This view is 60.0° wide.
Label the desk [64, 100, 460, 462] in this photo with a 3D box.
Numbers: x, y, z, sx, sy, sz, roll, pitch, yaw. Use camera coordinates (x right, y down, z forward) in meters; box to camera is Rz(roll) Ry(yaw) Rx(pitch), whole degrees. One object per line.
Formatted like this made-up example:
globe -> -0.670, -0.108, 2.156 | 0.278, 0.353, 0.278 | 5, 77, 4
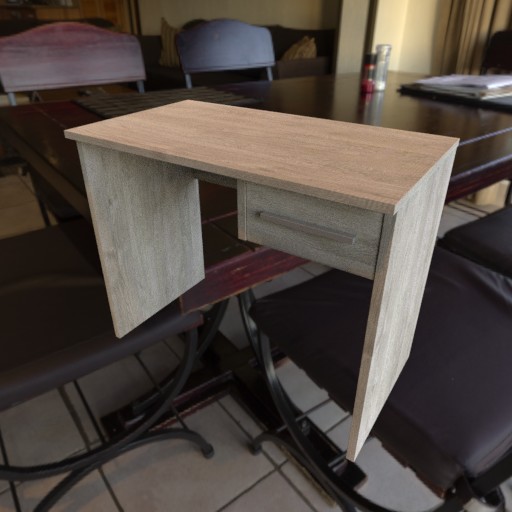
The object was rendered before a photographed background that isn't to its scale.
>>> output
desk -> 0.000, 0.000, 1.323 | 0.893, 0.724, 0.498 | 18, 35, 28
